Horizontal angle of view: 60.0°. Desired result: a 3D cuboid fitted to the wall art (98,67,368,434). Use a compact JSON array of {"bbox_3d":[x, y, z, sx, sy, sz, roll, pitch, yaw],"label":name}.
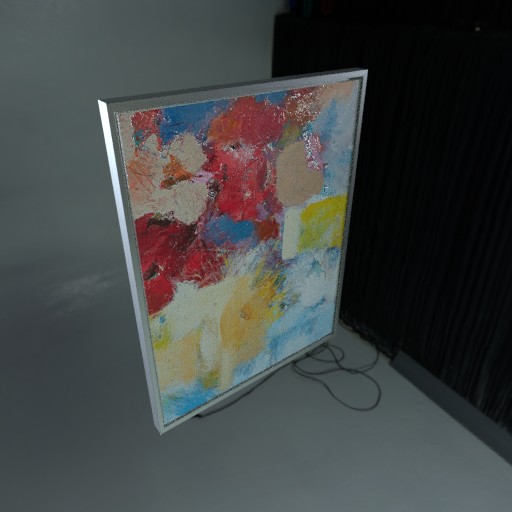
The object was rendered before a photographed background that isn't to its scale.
[{"bbox_3d":[0.000,0.000,0.769,0.444,0.569,0.025,-21,36,-31],"label":"wall art"}]
